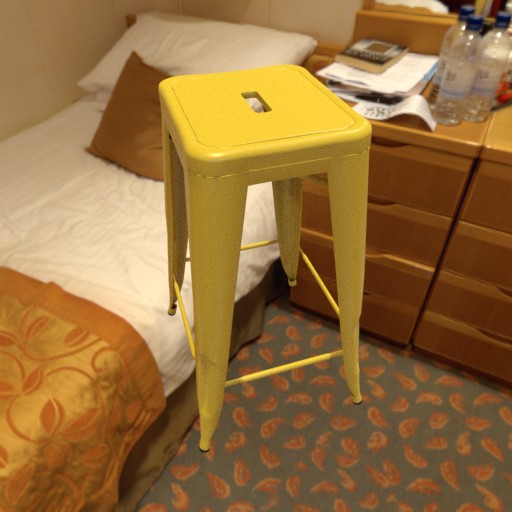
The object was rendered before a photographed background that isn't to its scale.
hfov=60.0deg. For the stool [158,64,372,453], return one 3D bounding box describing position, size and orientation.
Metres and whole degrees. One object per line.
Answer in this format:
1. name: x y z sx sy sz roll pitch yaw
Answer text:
1. stool: 0.000 0.000 0.852 0.359 0.609 0.399 -12 42 -14
